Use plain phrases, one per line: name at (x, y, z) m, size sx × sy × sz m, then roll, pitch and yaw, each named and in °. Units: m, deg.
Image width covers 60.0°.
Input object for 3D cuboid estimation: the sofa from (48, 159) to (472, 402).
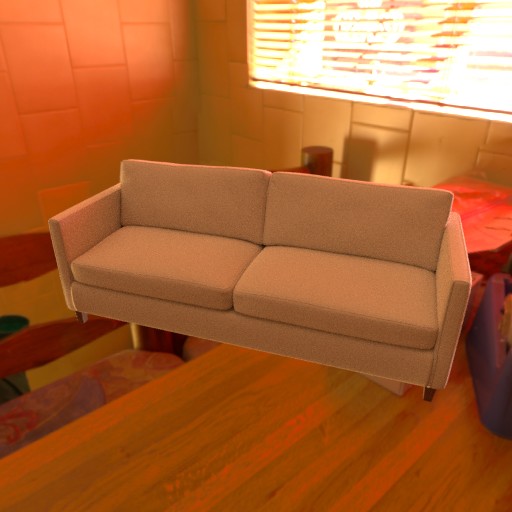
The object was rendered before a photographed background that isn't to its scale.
sofa at (0.000, 0.000, 2.807) m, size 2.361 × 0.962 × 0.951 m, roll 9°, pitch 28°, yaw 17°
